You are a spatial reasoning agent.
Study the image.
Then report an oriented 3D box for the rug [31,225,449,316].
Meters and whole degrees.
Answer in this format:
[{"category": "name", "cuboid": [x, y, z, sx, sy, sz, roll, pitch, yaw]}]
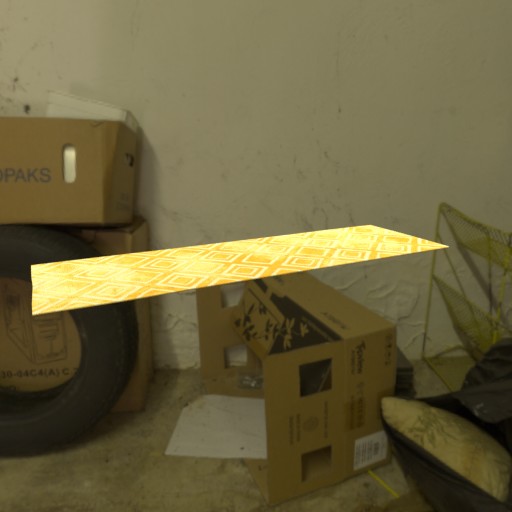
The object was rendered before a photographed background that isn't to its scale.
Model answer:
[{"category": "rug", "cuboid": [0.000, 0.000, 2.673, 2.438, 0.010, 0.775, -8, 18, -26]}]
